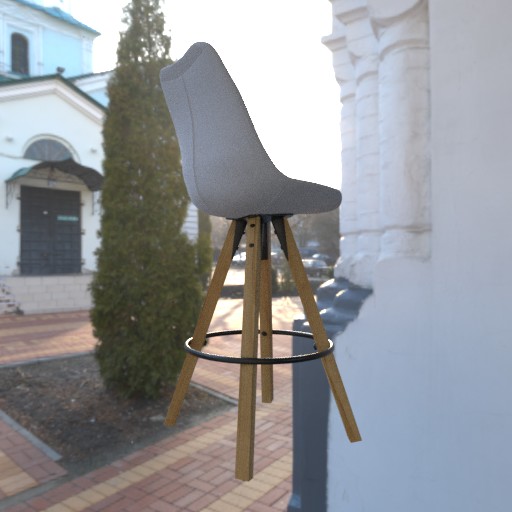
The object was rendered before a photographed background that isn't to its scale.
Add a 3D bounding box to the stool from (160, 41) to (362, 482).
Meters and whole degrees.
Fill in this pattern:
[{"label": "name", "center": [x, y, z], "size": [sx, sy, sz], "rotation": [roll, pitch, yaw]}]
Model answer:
[{"label": "stool", "center": [0.000, 0.000, 1.391], "size": [0.550, 1.115, 0.484], "rotation": [0, 0, -36]}]
